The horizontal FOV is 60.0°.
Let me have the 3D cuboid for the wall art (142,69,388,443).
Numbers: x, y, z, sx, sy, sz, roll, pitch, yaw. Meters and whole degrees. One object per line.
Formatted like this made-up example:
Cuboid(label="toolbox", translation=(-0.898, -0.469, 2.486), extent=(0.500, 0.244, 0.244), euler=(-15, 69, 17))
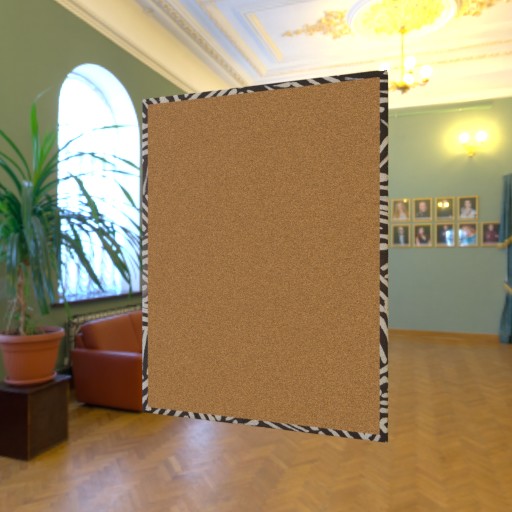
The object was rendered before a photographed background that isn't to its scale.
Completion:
Cuboid(label="wall art", translation=(0.000, 0.000, 1.338), extent=(0.765, 1.017, 0.038), euler=(0, 0, 18))
